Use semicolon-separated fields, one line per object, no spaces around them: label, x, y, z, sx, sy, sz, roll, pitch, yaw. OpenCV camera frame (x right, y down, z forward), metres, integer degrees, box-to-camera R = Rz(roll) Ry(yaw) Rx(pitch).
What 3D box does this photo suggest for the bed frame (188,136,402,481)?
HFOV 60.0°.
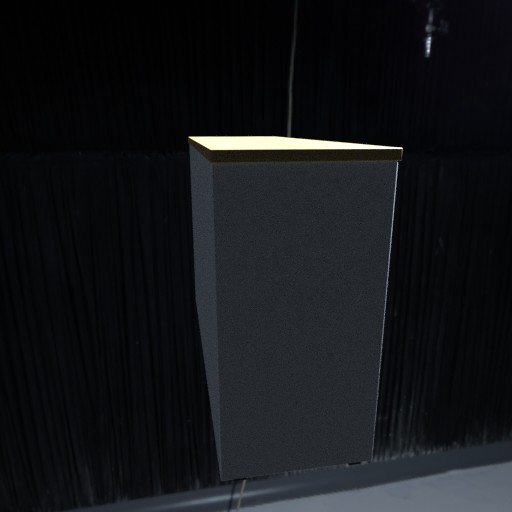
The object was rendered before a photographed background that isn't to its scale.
bed frame;0.000;0.000;1.684;0.430;0.850;1.300;-3;16;-10
